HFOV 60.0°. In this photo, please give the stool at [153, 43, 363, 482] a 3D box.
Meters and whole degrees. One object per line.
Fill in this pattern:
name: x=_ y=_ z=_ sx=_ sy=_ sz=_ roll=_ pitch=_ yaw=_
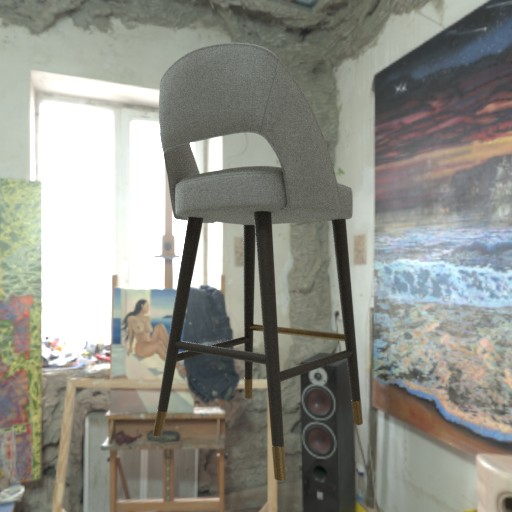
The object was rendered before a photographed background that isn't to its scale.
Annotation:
stool: x=0.000 y=0.000 z=1.306 sx=0.494 sy=1.037 sz=0.509 roll=0 pitch=-1 yaw=37
